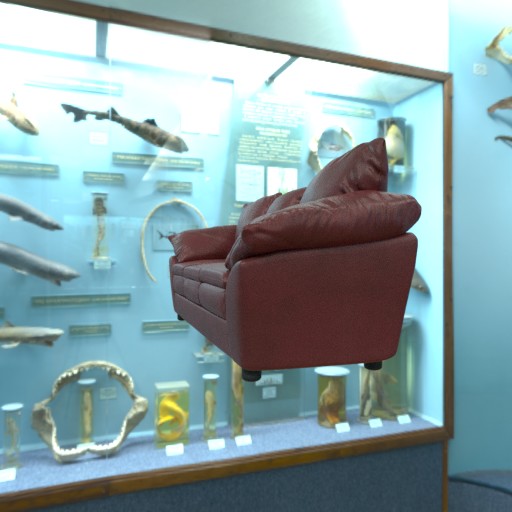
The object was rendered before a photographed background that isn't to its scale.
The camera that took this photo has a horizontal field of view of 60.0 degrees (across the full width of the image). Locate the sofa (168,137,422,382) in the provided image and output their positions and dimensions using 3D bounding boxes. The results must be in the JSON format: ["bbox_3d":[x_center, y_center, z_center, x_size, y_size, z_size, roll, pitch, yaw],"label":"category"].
[{"bbox_3d":[0.000,0.000,2.931,0.907,1.091,2.390,0,0,-18],"label":"sofa"}]
